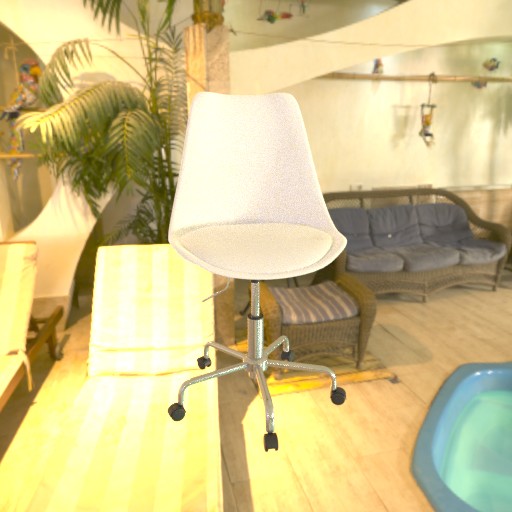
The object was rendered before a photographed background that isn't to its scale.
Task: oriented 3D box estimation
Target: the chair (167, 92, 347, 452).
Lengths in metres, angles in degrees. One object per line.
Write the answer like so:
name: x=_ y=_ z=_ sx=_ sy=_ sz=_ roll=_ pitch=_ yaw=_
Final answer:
chair: x=0.000 y=0.000 z=1.289 sx=0.550 sy=0.930 sz=0.550 roll=-2 pitch=16 yaw=-8
